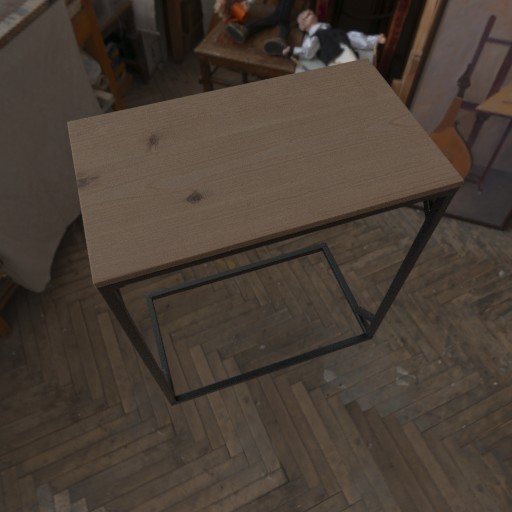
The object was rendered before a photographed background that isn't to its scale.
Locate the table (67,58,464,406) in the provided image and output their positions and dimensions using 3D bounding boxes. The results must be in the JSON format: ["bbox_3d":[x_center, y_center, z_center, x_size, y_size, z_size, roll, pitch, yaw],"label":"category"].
[{"bbox_3d":[0.000,0.000,1.040,0.597,0.673,0.351,-16,59,-10],"label":"table"}]
